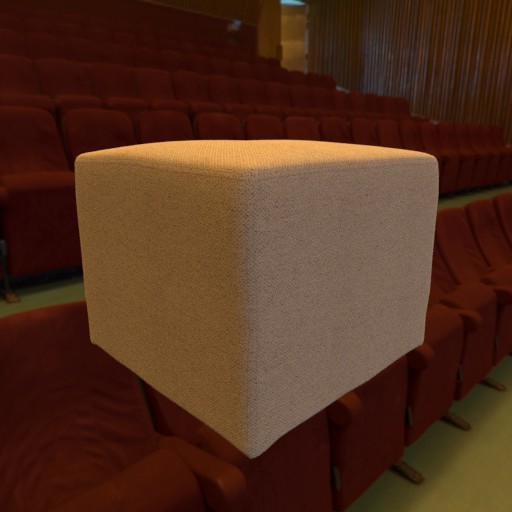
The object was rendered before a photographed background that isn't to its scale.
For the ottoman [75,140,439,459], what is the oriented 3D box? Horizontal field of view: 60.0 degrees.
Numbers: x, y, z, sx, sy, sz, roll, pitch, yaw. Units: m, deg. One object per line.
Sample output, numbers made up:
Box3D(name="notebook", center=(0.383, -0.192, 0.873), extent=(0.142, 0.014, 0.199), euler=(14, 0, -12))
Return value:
Box3D(name="ottoman", center=(0.000, 0.000, 0.895), extent=(0.521, 0.453, 0.512), euler=(-14, 20, -42))
